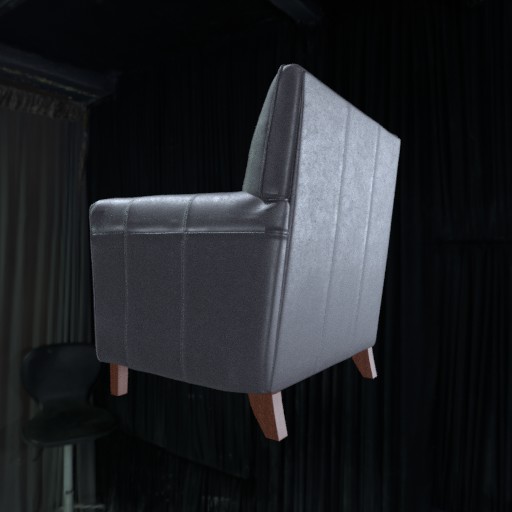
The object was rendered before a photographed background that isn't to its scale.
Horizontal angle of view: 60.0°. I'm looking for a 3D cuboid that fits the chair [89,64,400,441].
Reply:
[{"bbox_3d":[0.000,0.000,1.609,0.825,0.943,0.870,0,0,34],"label":"chair"}]
